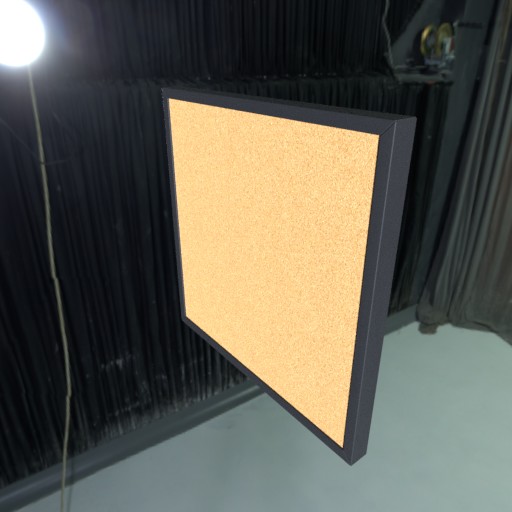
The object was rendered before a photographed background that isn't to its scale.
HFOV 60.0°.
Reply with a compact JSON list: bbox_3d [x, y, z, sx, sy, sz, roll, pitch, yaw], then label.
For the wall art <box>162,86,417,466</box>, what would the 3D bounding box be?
[{"bbox_3d":[0.000,0.000,0.752,0.037,0.508,0.508,-19,31,-34],"label":"wall art"}]
